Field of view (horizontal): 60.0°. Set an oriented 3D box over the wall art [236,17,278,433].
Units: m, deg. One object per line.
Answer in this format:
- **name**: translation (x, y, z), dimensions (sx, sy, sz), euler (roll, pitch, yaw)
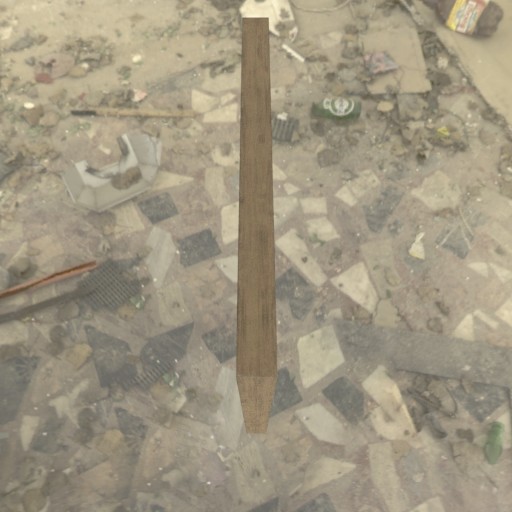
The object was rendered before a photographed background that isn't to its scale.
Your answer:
- **wall art**: translation (0.000, 0.000, 0.745), dimensions (0.038, 0.508, 0.508), euler (0, 63, 0)
